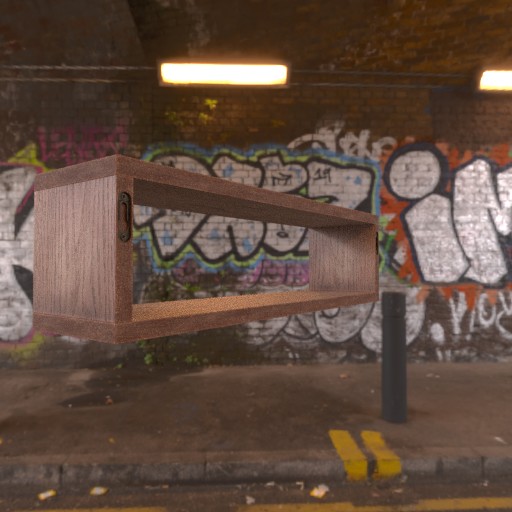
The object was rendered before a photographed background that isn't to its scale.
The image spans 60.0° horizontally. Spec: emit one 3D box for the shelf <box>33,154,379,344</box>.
[{"bbox_3d":[0.000,0.000,0.684,0.150,0.170,0.610,-1,-2,37],"label":"shelf"}]
